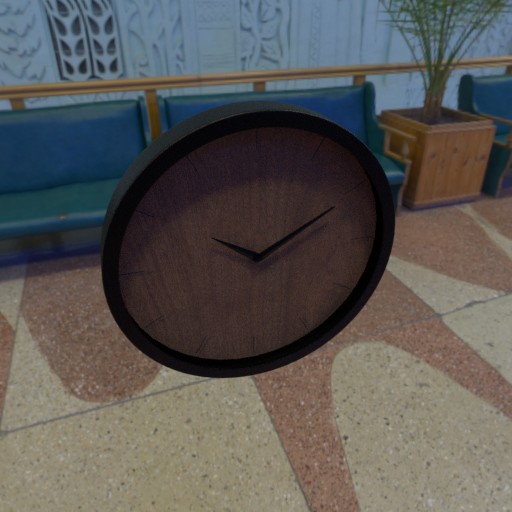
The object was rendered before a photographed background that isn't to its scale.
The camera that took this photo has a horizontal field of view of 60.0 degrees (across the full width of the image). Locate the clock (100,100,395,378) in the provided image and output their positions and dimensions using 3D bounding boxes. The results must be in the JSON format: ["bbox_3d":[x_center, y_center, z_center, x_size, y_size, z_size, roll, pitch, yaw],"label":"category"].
[{"bbox_3d":[0.000,0.000,0.474,0.314,0.314,0.040,-9,33,-15],"label":"clock"}]
